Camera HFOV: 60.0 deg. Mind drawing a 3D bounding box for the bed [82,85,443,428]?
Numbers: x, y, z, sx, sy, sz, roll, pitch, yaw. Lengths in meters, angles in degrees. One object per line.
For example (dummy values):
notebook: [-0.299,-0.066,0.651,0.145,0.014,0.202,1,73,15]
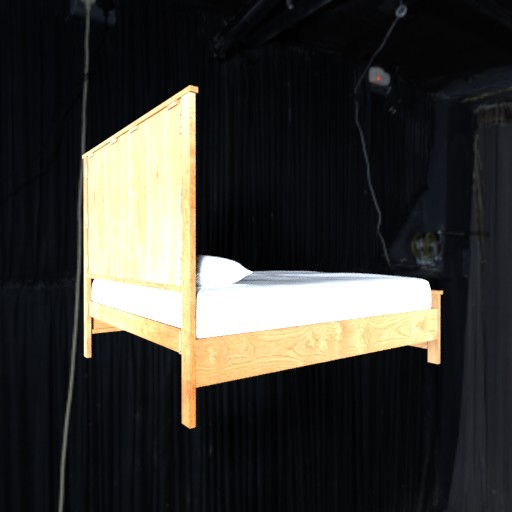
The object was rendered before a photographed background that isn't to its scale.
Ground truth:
bed: [0.000,0.000,3.595,2.201,1.686,1.936,0,1,-36]
